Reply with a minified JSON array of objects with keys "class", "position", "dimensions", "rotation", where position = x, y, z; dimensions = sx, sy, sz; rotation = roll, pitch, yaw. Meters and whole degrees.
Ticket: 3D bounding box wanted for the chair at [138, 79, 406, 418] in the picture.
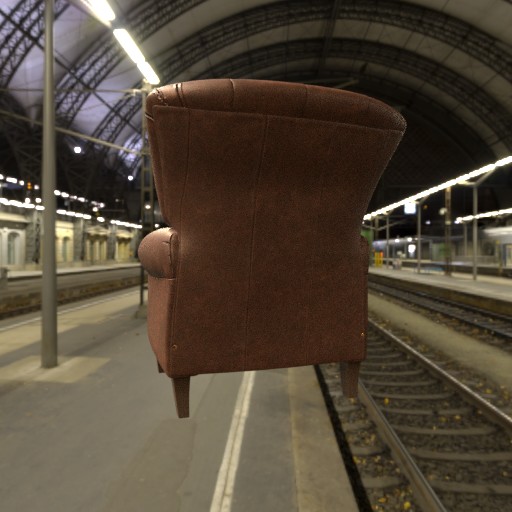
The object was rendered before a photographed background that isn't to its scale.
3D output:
[{"class":"chair","position":[0.000,0.000,1.905],"dimensions":[0.979,1.162,1.031],"rotation":[0,0,-19]}]
